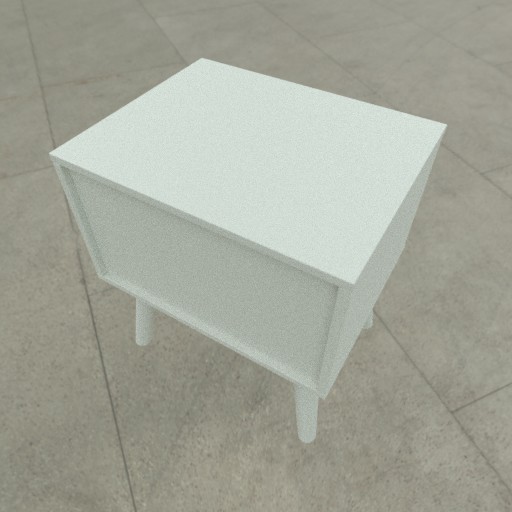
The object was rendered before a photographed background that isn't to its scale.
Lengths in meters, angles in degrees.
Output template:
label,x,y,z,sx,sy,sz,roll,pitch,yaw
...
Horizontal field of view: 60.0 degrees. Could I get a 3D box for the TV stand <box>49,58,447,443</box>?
label,x,y,z,sx,sy,sz,roll,pitch,yaw
TV stand,0.000,0.000,0.921,0.508,0.559,0.405,24,51,21
